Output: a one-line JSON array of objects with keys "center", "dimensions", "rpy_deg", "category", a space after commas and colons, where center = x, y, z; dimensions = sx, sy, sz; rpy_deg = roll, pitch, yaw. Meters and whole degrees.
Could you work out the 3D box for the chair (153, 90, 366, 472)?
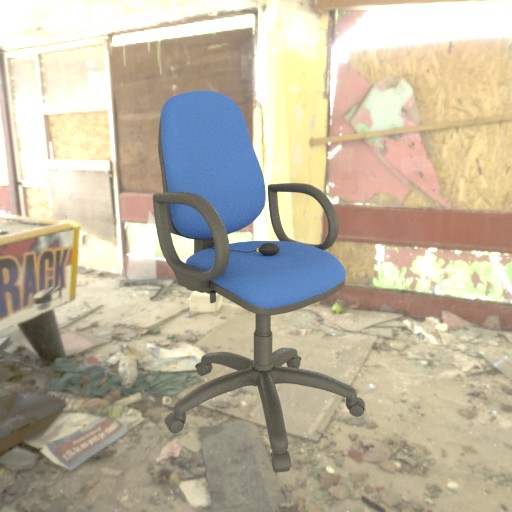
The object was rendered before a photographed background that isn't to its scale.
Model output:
[{"center": [0.000, 0.000, 1.223], "dimensions": [0.549, 0.905, 0.552], "rpy_deg": [13, 19, 43], "category": "chair"}]
